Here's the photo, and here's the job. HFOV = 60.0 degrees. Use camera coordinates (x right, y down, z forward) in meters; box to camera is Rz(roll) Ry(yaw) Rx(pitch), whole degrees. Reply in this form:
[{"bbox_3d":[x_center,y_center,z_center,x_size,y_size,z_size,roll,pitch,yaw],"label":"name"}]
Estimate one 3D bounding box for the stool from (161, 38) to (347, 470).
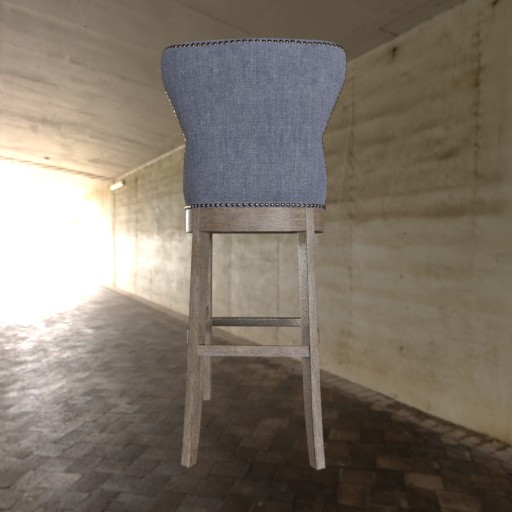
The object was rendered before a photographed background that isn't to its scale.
[{"bbox_3d":[0.000,0.000,1.390,0.494,1.123,0.606,0,2,2],"label":"stool"}]
